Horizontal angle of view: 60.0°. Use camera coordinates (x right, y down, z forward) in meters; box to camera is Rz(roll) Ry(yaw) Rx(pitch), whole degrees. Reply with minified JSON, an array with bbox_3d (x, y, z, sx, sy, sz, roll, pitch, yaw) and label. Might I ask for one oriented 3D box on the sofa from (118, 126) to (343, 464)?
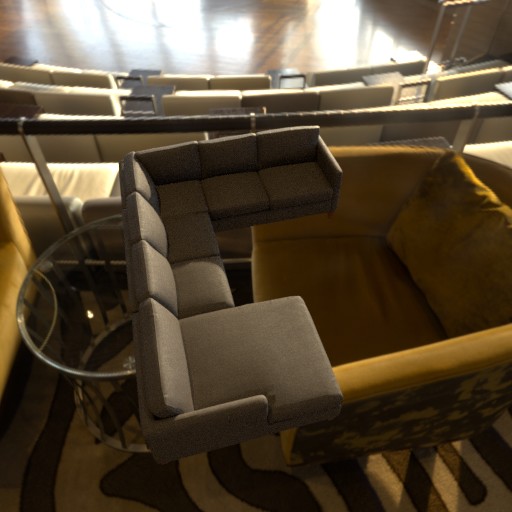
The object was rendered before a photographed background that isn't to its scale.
[{"bbox_3d":[0.000,0.000,4.651,2.594,0.961,3.460,-11,48,-10],"label":"sofa"}]
